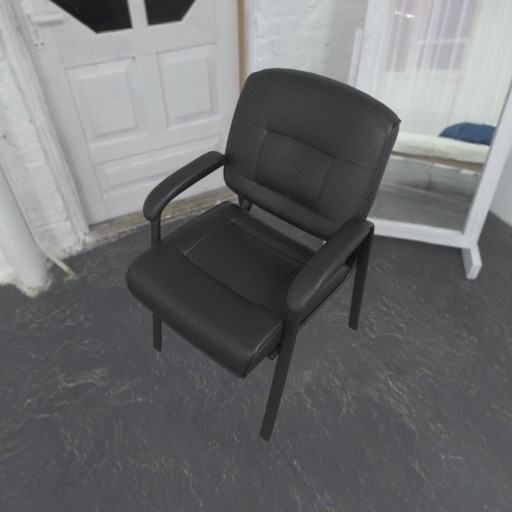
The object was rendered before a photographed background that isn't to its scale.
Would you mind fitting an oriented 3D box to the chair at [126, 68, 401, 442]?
[{"bbox_3d":[0.000,0.000,1.357,0.591,0.910,0.668,31,53,27],"label":"chair"}]
